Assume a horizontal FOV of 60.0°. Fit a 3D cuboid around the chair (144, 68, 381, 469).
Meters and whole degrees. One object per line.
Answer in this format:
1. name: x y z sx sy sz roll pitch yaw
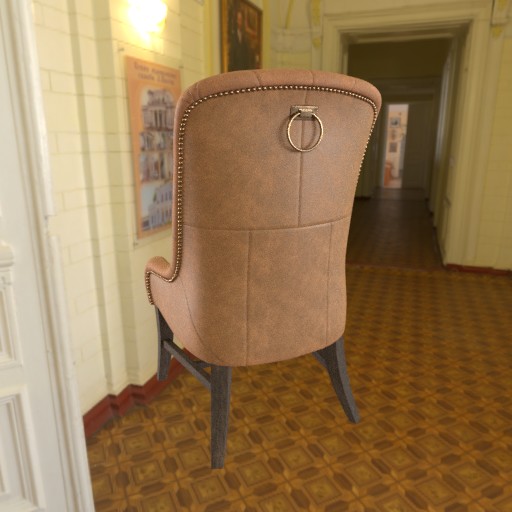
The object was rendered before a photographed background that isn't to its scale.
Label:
1. chair: 0.000 0.000 1.479 0.634 1.091 0.629 -7 16 -25
